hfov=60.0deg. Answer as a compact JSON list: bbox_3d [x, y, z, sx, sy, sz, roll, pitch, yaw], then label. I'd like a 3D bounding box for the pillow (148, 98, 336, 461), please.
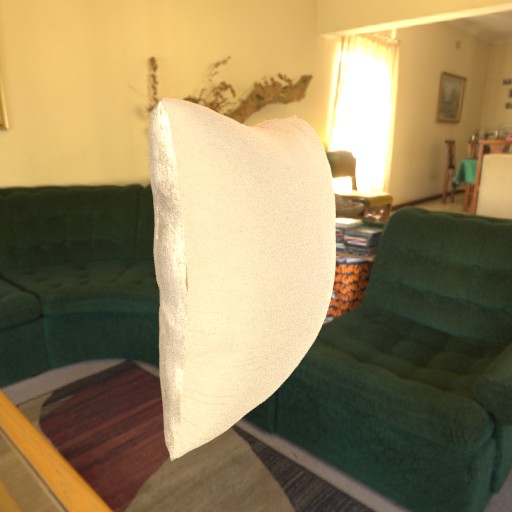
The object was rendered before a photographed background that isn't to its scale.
[{"bbox_3d":[0.000,0.000,0.703,0.245,0.448,0.450,7,17,25],"label":"pillow"}]
